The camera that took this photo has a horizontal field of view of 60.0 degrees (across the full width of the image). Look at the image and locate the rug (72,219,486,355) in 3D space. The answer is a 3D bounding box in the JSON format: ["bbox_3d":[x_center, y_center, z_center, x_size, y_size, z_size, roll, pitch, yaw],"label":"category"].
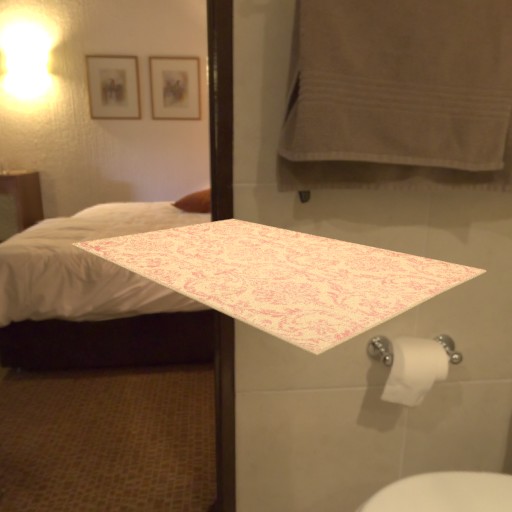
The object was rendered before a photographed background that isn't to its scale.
[{"bbox_3d":[0.000,0.000,3.450,1.819,0.018,2.746,-13,20,-41],"label":"rug"}]
